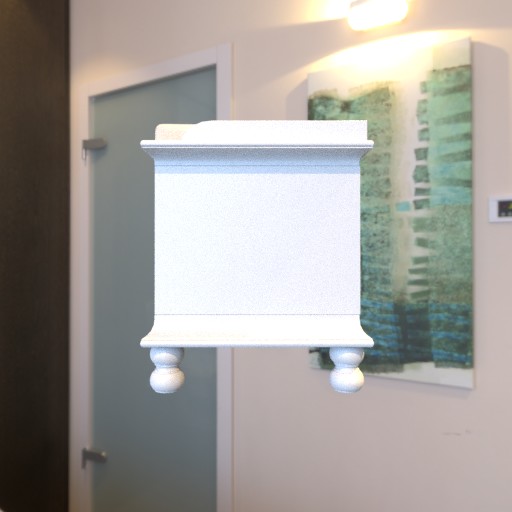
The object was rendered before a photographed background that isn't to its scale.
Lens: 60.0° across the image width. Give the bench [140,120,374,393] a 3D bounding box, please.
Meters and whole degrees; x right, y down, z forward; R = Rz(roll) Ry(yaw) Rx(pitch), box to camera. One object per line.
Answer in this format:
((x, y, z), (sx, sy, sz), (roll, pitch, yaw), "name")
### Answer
((0.000, 0.000, 1.354), (0.402, 0.486, 1.185), (0, 0, 0), "bench")
